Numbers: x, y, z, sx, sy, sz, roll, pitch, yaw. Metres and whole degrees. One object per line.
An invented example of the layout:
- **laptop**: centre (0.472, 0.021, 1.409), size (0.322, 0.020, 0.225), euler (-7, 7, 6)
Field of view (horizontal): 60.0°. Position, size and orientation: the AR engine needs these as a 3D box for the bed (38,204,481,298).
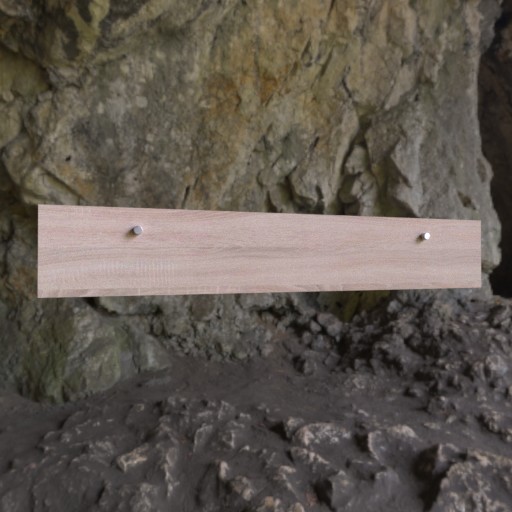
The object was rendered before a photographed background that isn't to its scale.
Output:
- **bed**: centre (0.000, 0.000, 1.448), size (1.200, 0.209, 0.685), euler (0, -1, -18)
